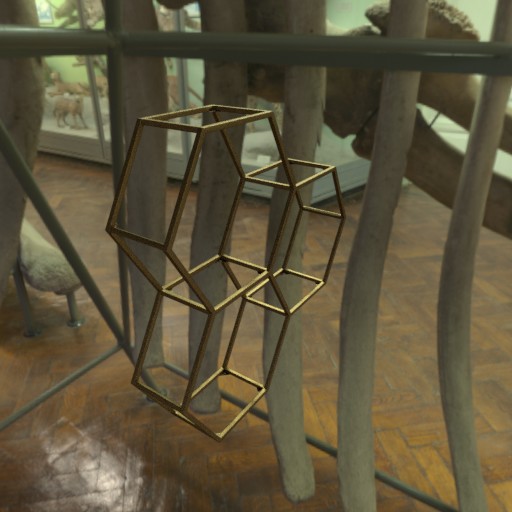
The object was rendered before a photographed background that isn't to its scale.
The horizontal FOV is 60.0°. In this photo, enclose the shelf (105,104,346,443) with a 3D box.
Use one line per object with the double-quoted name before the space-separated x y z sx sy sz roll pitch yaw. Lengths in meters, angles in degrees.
"shelf" 0.000 0.000 1.074 0.150 0.701 0.708 17 32 31
